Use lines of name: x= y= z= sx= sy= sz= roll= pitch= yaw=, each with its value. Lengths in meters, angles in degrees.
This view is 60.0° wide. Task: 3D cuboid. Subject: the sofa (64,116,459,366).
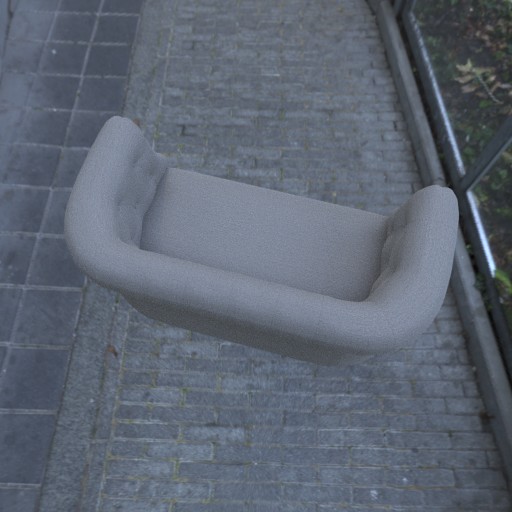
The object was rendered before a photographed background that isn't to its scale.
sofa: x=0.000 y=0.000 z=2.067 sx=1.558 sy=0.827 sz=0.835 roll=14 pitch=66 yaw=6
